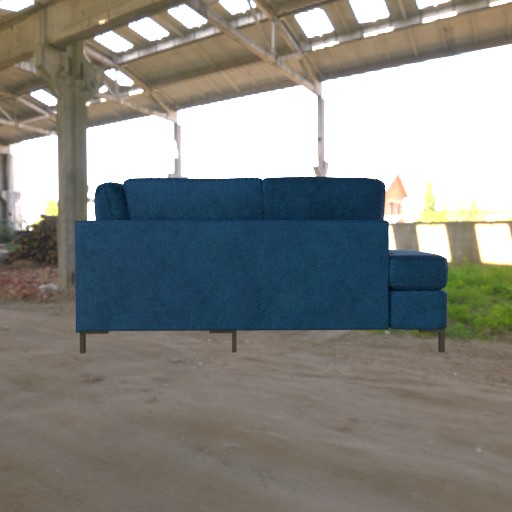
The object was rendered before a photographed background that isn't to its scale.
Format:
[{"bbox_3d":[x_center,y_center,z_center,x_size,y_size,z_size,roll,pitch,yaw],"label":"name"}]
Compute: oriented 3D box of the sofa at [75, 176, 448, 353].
[{"bbox_3d":[0.000,0.000,4.108,2.055,0.992,3.434,0,1,-2],"label":"sofa"}]
